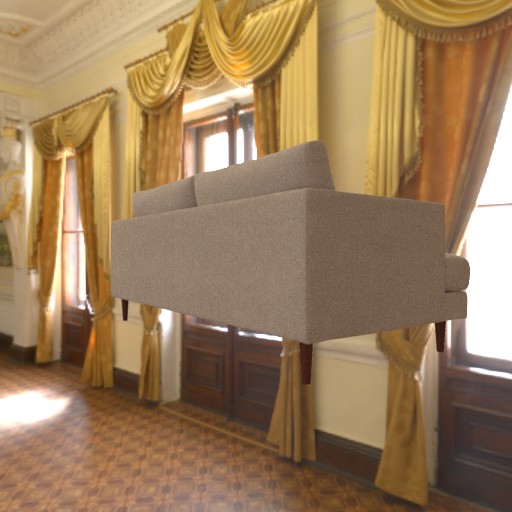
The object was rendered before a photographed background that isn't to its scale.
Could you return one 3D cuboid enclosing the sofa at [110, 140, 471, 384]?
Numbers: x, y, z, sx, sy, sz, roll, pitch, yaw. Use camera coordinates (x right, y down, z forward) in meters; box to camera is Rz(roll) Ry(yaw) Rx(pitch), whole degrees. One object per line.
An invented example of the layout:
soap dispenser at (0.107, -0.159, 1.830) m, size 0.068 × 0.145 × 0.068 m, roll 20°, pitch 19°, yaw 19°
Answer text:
sofa at (0.000, 0.000, 2.499) m, size 1.020 × 0.868 × 1.948 m, roll 0°, pitch 1°, yaw -36°
